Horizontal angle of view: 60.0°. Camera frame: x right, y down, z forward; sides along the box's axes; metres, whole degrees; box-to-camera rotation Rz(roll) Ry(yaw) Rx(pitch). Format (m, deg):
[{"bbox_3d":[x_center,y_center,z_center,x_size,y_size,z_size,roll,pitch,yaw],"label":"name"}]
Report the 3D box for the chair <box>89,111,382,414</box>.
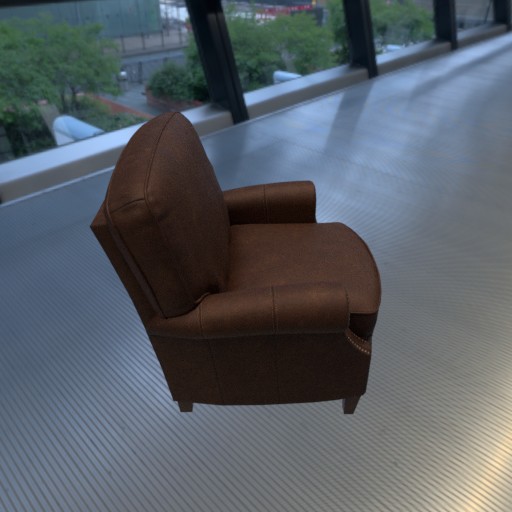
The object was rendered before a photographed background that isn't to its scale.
[{"bbox_3d":[0.000,0.000,1.765,0.986,1.018,0.936,-1,34,-1],"label":"chair"}]
